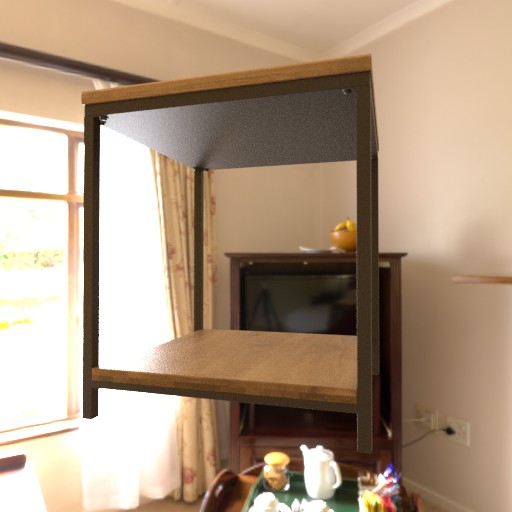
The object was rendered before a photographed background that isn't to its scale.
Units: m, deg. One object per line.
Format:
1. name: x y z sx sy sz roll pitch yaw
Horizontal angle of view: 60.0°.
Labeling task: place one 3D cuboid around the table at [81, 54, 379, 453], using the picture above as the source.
1. table: 0.000 0.000 0.964 0.507 0.589 0.503 0 -1 17
